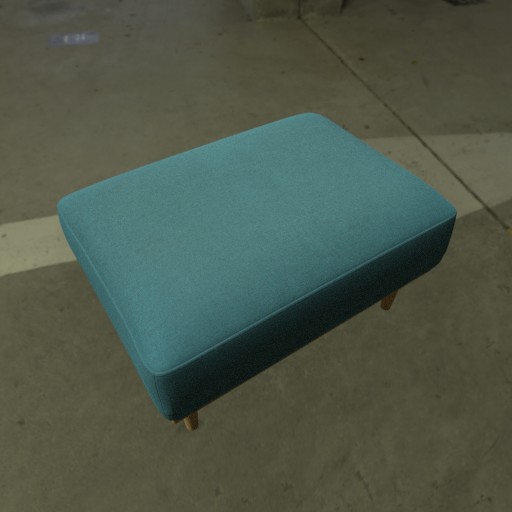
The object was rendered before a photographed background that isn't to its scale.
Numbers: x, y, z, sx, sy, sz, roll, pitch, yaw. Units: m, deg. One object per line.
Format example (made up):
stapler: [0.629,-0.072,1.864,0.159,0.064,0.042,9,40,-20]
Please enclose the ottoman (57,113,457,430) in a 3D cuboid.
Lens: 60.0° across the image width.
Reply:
ottoman: [0.000,0.000,1.084,0.749,0.428,0.549,-26,51,-23]
